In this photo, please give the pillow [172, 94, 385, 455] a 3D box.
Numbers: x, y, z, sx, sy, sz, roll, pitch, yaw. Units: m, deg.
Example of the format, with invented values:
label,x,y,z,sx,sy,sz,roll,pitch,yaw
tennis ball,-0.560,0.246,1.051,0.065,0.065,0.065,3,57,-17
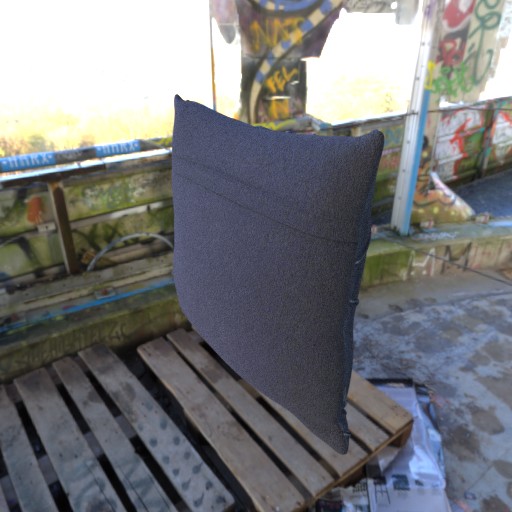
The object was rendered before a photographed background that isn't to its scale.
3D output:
label,x,y,z,sx,sy,sz,roll,pitch,yaw
pillow,0.000,0.000,0.676,0.183,0.440,0.439,-19,33,-32
